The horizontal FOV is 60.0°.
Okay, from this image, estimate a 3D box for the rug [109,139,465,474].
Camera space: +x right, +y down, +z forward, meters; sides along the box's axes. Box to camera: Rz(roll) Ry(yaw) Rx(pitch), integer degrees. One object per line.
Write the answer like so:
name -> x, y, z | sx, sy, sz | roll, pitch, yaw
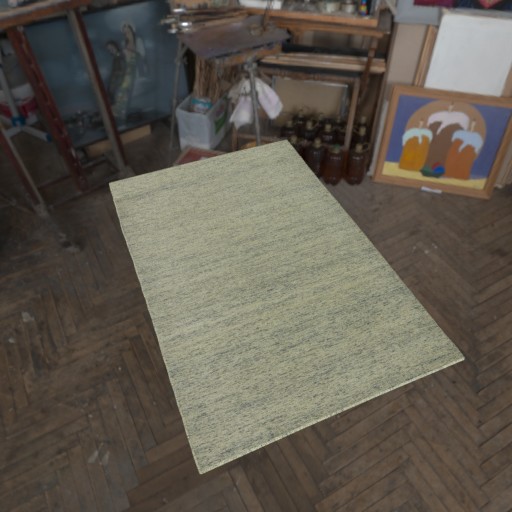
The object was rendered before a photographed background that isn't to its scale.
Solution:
rug -> 0.000, 0.000, 2.371 | 1.243, 0.014, 1.846 | -17, 51, -15
